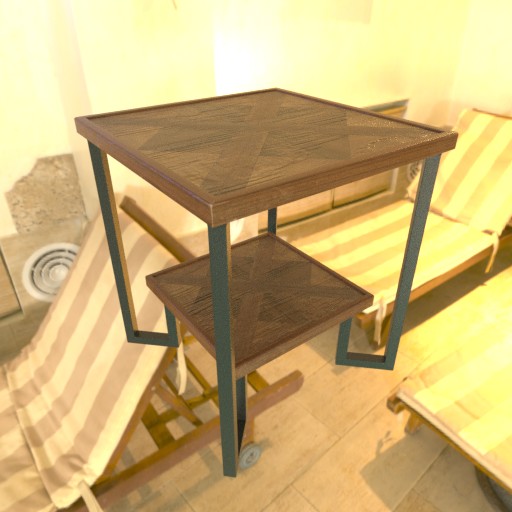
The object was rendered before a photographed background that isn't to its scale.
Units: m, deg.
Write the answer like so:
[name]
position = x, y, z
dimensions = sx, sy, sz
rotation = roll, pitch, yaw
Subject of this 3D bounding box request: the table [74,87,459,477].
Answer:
[table]
position = 0.000, 0.000, 0.956
dimensions = 0.503, 0.563, 0.503
rotation = -21, 37, -31
